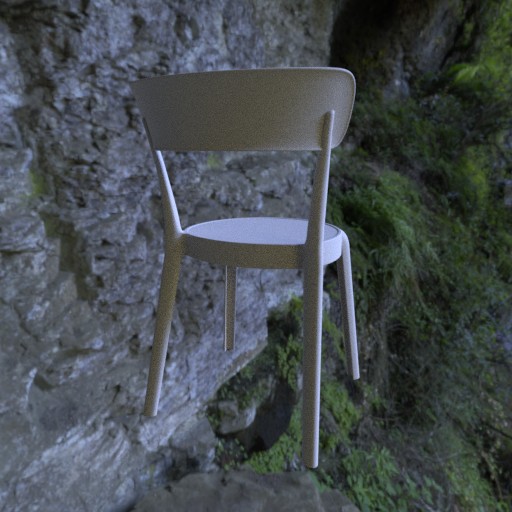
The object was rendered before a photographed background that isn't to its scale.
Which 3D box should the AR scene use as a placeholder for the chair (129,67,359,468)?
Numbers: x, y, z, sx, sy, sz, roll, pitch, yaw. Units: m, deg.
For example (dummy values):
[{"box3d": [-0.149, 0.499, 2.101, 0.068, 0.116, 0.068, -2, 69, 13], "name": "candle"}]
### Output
[{"box3d": [0.000, 0.000, 1.096, 0.506, 0.790, 0.491, 6, 15, 25], "name": "chair"}]
